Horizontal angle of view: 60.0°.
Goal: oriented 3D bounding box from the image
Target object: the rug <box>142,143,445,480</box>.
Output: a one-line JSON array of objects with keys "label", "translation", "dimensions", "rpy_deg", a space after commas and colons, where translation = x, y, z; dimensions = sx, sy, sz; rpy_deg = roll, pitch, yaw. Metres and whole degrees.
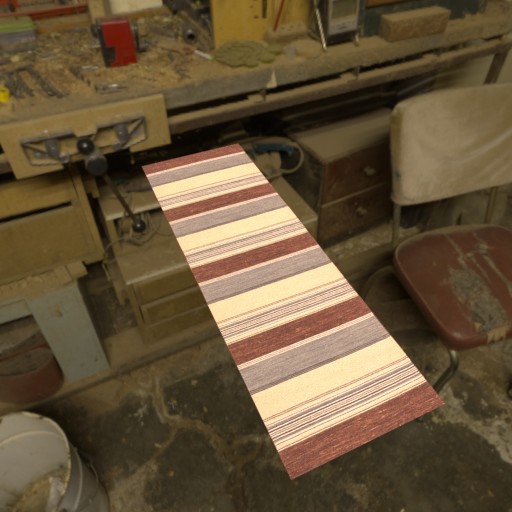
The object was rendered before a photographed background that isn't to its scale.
[{"label": "rug", "translation": [0.000, 0.000, 2.688], "dimensions": [0.792, 0.006, 2.437], "rpy_deg": [-18, 48, -17]}]
